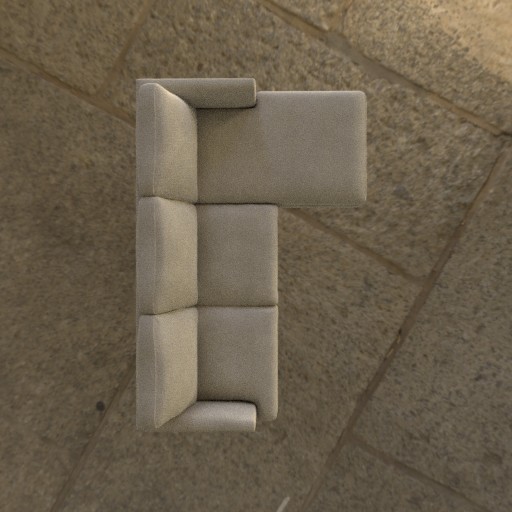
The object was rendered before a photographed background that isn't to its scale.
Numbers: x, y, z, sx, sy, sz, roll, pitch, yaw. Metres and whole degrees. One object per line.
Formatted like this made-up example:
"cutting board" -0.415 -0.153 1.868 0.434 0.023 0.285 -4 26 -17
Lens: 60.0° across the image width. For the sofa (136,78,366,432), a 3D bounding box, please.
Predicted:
"sofa" 0.000 0.000 2.981 1.504 0.956 2.233 0 90 1
